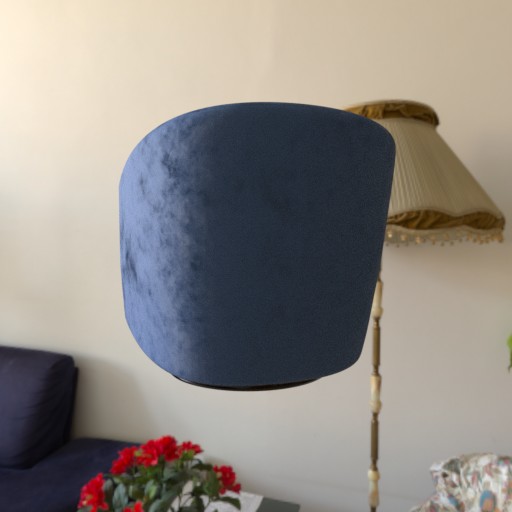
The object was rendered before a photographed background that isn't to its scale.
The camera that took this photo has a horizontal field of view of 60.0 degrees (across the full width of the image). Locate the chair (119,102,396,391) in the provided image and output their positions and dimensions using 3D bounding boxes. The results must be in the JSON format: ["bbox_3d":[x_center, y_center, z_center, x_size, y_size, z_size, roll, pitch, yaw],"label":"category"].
[{"bbox_3d":[0.000,0.000,1.327,0.773,0.698,0.767,-1,2,-18],"label":"chair"}]
